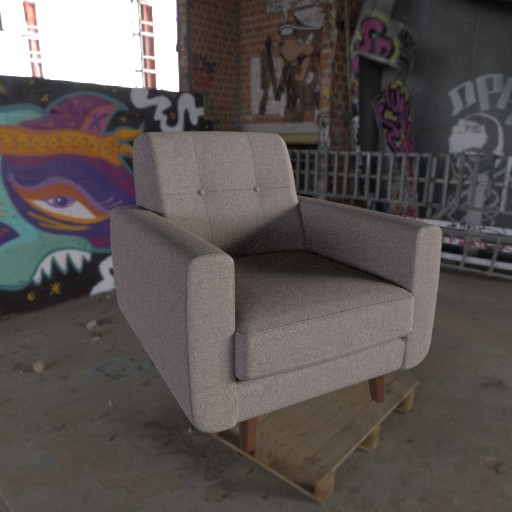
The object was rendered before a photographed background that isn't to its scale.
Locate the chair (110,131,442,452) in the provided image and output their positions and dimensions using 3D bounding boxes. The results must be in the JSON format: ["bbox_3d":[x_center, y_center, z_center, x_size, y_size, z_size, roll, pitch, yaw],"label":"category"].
[{"bbox_3d":[0.000,0.000,1.530,0.831,0.839,0.907,-8,17,-28],"label":"chair"}]
